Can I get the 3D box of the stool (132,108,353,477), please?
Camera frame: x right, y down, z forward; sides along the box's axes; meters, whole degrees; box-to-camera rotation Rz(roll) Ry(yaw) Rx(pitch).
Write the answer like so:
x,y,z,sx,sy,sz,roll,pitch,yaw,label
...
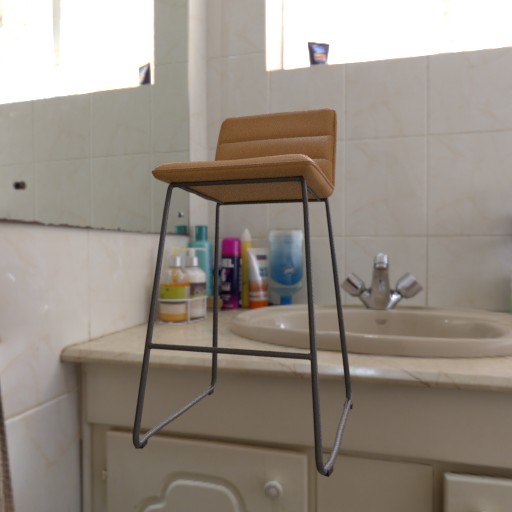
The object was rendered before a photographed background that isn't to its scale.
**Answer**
x,y,z,sx,sy,sz,roll,pitch,yaw,label
0.000,0.000,1.228,0.489,0.936,0.524,0,0,17,stool
